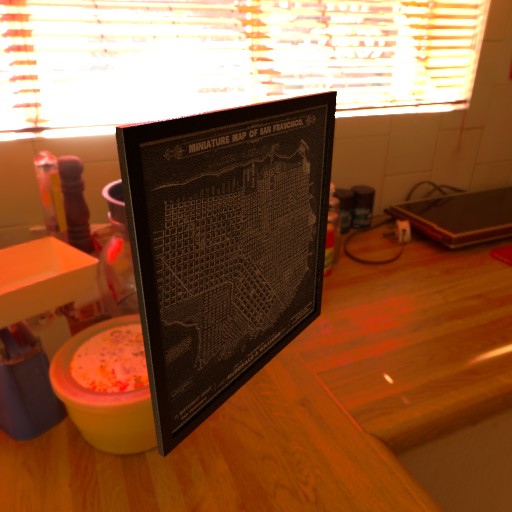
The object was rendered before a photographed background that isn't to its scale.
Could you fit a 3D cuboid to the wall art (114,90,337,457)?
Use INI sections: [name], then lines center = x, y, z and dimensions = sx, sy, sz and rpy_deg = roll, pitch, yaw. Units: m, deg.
[wall art]
center = 0.000, 0.000, 0.701
dimensions = 0.012, 0.458, 0.457
rpy_deg = 18, 31, 32
